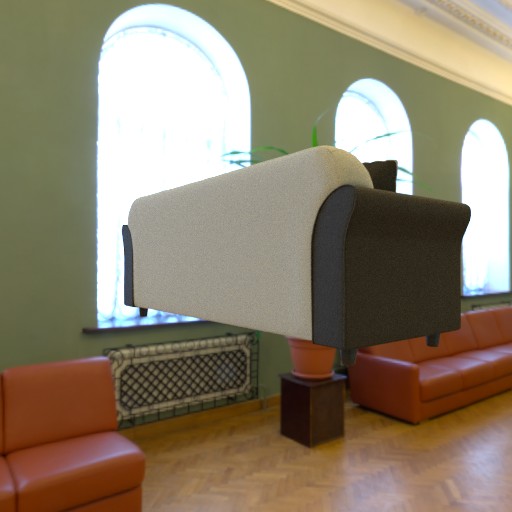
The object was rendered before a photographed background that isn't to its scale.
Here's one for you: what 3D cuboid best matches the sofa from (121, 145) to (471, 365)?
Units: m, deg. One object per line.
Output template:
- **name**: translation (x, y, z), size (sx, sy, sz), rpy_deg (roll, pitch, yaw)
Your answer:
- **sofa**: translation (0.000, 0.000, 2.425), size (0.755, 0.787, 2.001), rpy_deg (1, -1, -38)
